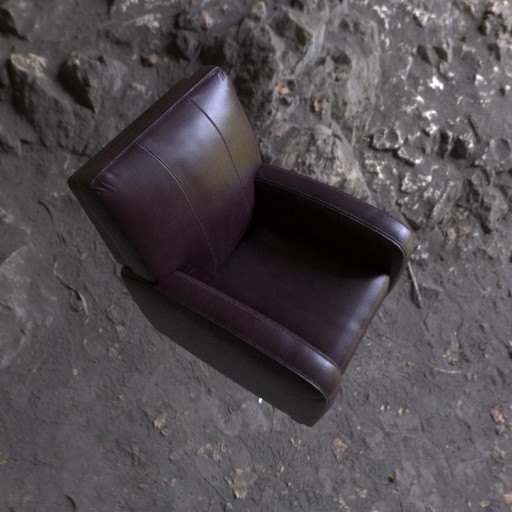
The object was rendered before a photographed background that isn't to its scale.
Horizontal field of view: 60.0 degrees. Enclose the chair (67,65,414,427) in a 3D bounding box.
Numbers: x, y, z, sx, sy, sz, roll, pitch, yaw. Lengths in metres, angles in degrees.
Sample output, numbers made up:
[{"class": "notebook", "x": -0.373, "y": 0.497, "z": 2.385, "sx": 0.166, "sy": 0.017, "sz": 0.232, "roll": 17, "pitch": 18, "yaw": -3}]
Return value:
[{"class": "chair", "x": 0.000, "y": 0.000, "z": 1.665, "sx": 0.990, "sy": 0.990, "sz": 0.762, "roll": 29, "pitch": 63, "yaw": 17}]
